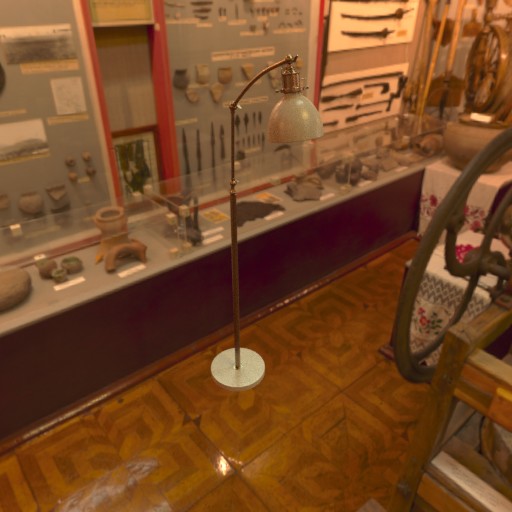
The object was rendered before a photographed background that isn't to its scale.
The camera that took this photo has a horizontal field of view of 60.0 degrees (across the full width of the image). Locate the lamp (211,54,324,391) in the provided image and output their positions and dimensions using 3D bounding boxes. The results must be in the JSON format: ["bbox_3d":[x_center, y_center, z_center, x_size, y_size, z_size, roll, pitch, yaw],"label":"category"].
[{"bbox_3d":[0.000,0.000,1.867,0.288,1.586,0.599,-22,37,-32],"label":"lamp"}]
